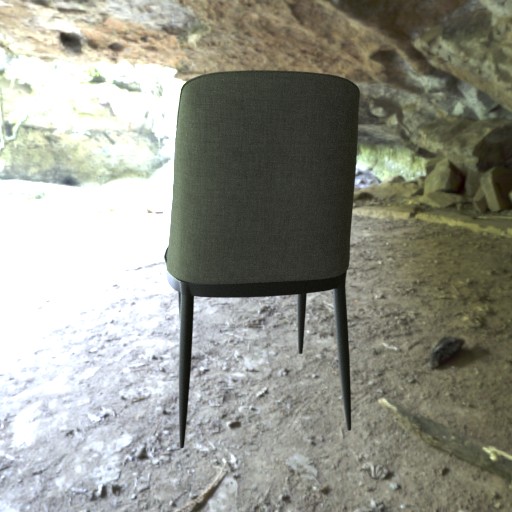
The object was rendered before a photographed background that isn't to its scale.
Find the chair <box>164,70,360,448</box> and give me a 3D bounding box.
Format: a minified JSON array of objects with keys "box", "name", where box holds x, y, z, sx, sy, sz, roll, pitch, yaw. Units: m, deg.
[{"box":[0.000,0.000,1.191,0.488,0.855,0.550,-2,15,-9],"name":"chair"}]
